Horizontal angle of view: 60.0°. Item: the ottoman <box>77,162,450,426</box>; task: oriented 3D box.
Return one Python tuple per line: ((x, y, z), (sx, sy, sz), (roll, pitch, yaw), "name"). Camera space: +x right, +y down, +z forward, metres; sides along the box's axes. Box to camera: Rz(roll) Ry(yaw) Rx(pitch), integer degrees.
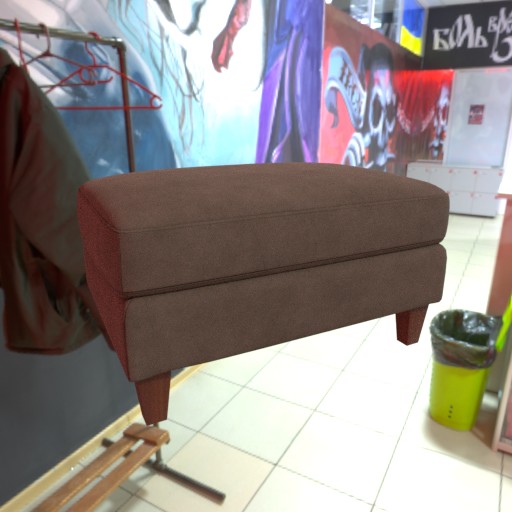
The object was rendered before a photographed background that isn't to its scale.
((0.000, 0.000, 1.226), (0.864, 0.483, 0.584), (-9, 20, -26), "ottoman")
